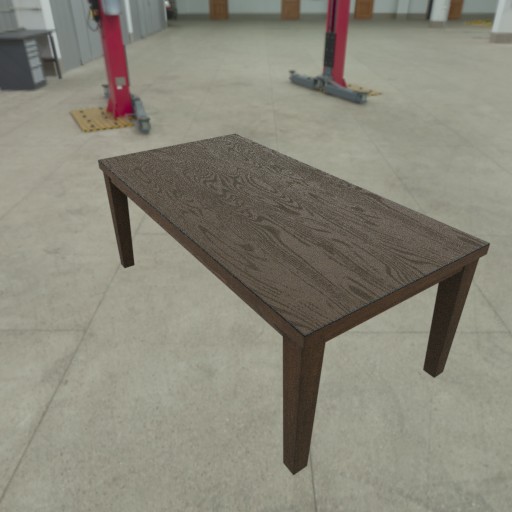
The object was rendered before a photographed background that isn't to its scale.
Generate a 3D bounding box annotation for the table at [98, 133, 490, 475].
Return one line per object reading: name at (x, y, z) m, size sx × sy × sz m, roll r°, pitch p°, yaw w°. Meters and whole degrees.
table at (0.000, 0.000, 2.499) m, size 1.016 × 0.762 × 1.981 m, roll -20°, pitch 37°, yaw -29°
